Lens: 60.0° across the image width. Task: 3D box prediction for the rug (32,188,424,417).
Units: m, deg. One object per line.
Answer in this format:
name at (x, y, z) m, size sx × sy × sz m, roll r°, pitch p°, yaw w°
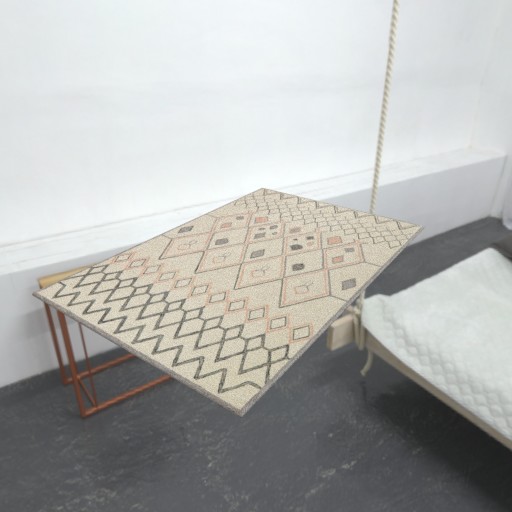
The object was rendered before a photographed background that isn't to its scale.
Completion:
rug at (0.000, 0.000, 2.373) m, size 1.219 × 0.016 × 1.829 m, roll 19°, pitch 33°, yaw 31°
